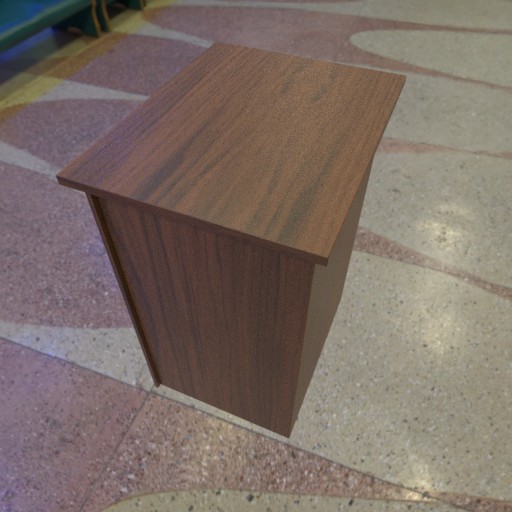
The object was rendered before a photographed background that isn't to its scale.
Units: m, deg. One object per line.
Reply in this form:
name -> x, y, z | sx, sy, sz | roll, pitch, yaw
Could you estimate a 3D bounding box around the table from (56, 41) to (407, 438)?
table -> 0.000, 0.000, 0.927 | 0.381, 0.636, 0.480 | 17, 50, 15
